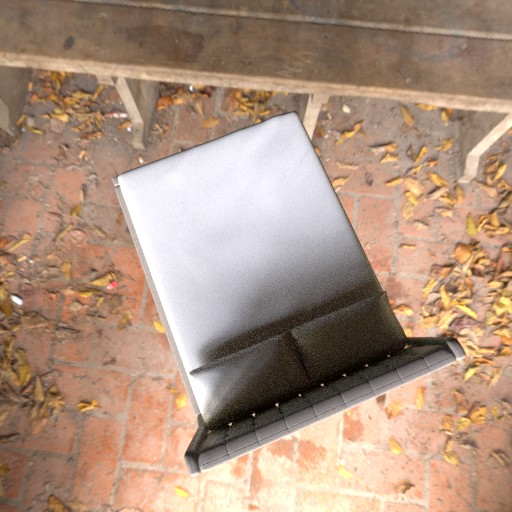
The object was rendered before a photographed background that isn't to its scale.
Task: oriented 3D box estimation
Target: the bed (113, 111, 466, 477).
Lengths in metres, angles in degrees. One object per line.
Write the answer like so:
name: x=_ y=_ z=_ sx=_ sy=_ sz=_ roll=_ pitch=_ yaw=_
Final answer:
bed: x=0.000 y=0.000 z=3.191 sx=1.656 sy=1.147 sz=2.232 roll=-22 pitch=77 yaw=-5
